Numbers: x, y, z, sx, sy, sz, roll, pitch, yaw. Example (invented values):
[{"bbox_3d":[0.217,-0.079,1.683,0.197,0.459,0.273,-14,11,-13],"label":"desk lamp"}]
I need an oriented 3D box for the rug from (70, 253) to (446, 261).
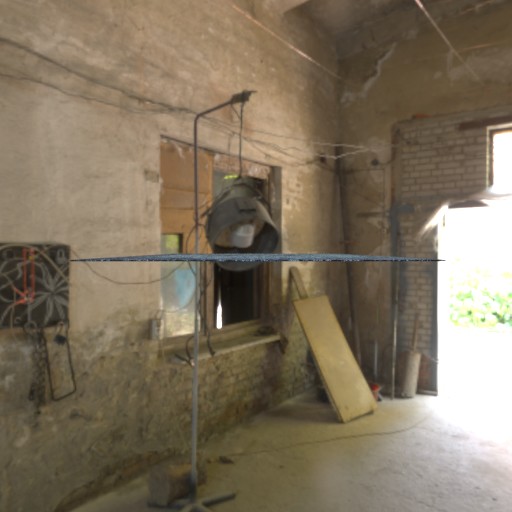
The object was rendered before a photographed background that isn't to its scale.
[{"bbox_3d":[0.000,0.000,2.343,1.219,0.005,1.828,0,1,-1],"label":"rug"}]
